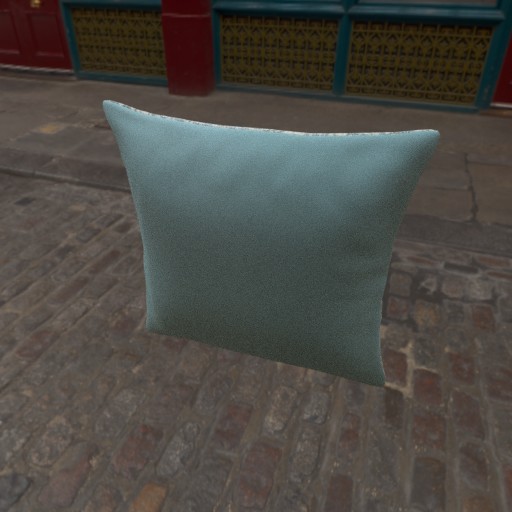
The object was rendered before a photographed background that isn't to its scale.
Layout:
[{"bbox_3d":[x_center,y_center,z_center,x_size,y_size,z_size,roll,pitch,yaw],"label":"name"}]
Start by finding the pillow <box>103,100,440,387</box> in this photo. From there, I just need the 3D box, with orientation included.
[{"bbox_3d":[0.000,0.000,0.797,0.526,0.507,0.166,10,34,15],"label":"pillow"}]
